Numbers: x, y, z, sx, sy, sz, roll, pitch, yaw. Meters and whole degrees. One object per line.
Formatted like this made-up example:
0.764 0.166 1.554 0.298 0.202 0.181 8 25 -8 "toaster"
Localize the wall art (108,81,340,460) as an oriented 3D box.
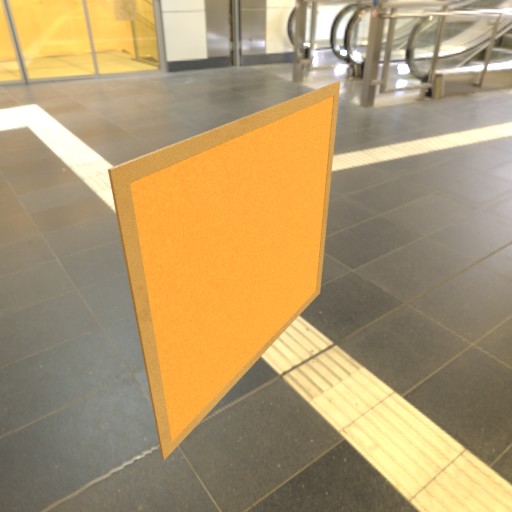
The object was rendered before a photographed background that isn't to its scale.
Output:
0.000 0.000 1.672 0.025 1.067 1.168 20 37 29 "wall art"
